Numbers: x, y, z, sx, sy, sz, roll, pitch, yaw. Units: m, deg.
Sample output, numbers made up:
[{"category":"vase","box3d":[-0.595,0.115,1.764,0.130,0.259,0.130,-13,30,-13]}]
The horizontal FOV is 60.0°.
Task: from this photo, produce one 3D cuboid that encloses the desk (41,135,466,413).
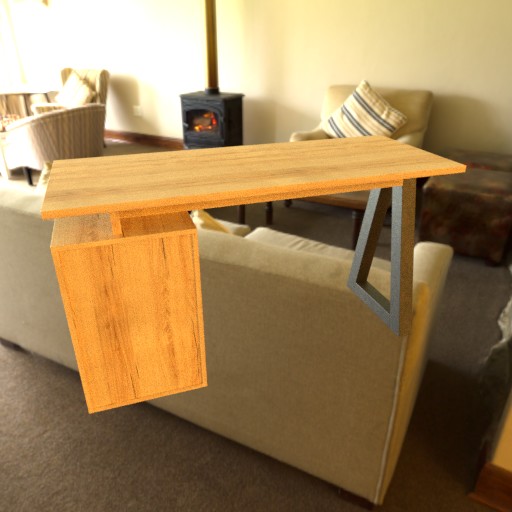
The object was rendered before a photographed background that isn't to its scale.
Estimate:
[{"category":"desk","box3d":[0.000,0.000,1.787,1.400,0.760,0.550,-9,28,-17]}]
